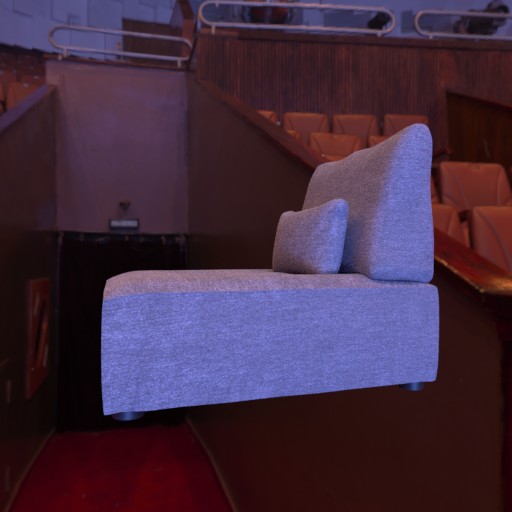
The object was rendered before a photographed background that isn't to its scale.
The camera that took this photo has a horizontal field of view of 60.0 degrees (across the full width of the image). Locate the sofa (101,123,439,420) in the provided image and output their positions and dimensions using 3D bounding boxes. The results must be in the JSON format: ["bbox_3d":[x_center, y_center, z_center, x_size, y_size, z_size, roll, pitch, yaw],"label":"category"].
[{"bbox_3d":[0.000,0.000,1.542,1.000,0.820,0.700,0,0,-18],"label":"sofa"}]
